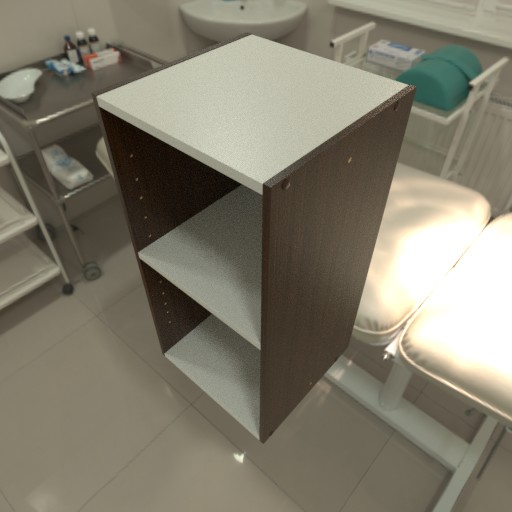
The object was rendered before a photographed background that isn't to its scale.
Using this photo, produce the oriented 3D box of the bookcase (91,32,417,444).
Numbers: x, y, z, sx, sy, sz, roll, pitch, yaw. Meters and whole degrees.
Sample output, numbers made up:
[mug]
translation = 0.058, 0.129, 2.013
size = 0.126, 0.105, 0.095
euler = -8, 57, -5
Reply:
[bookcase]
translation = 0.000, 0.000, 0.776
size = 0.300, 0.600, 0.290
euler = 32, 54, 28
